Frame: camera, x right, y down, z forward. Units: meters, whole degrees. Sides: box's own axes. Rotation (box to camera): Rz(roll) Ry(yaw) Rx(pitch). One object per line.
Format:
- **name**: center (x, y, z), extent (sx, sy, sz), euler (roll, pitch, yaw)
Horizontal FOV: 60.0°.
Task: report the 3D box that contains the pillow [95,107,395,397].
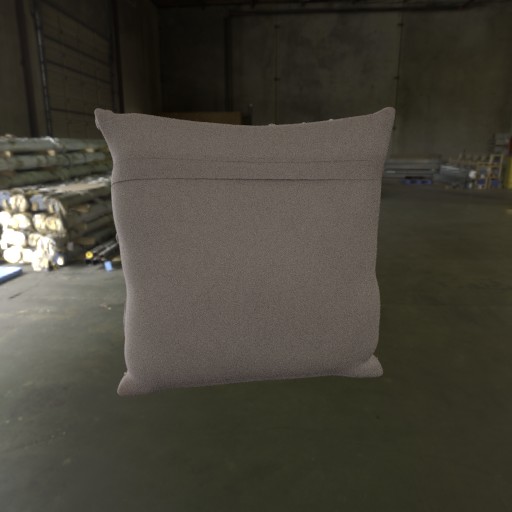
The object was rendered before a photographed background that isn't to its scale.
- **pillow**: center (0.000, 0.000, 0.681), extent (0.439, 0.440, 0.185), euler (-3, 15, -10)
